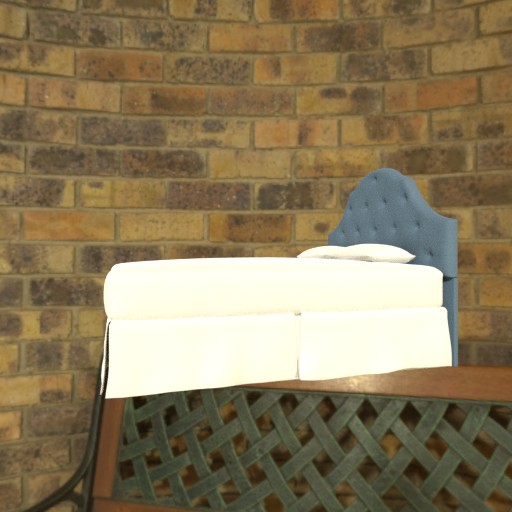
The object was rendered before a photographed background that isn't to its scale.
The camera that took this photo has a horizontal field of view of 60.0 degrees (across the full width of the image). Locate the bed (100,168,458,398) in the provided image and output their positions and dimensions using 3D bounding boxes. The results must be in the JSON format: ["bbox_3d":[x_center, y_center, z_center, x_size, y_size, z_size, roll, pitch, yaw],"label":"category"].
[{"bbox_3d":[0.000,0.000,3.793,2.477,1.617,2.039,0,0,-17],"label":"bed"}]
